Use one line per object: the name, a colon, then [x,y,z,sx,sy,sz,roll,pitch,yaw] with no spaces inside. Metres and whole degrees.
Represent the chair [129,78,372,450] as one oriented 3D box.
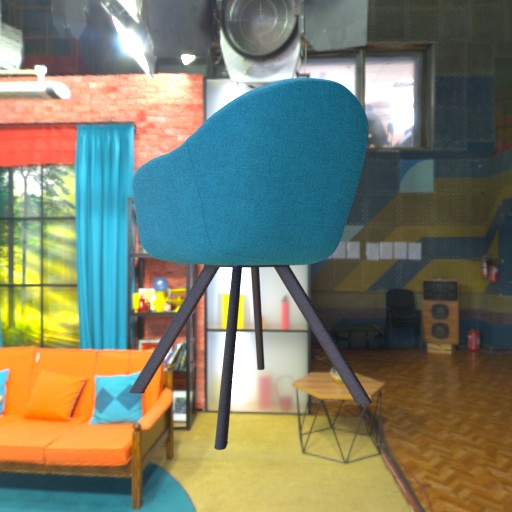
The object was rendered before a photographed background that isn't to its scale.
chair: [0.000,0.000,1.188,0.545,0.775,0.565,0,0,-37]
